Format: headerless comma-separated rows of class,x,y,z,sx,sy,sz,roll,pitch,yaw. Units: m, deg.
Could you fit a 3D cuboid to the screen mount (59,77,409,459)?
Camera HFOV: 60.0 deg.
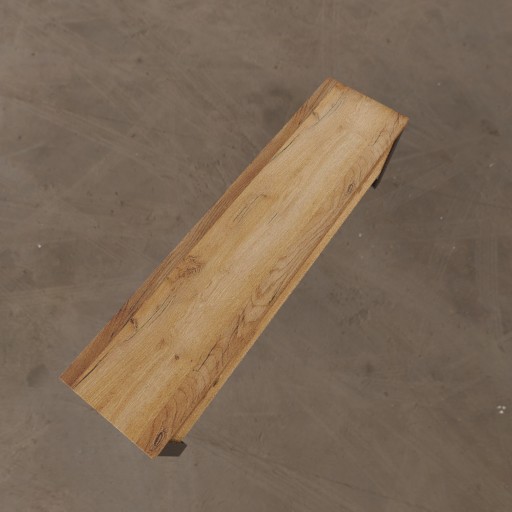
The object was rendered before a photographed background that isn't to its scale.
screen mount,0.000,0.000,1.757,0.395,0.450,1.524,34,70,14
